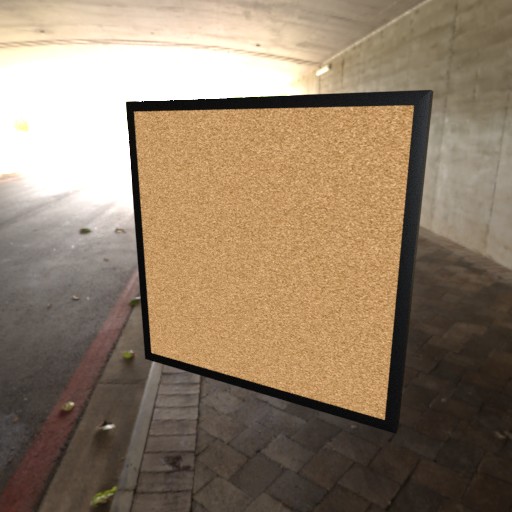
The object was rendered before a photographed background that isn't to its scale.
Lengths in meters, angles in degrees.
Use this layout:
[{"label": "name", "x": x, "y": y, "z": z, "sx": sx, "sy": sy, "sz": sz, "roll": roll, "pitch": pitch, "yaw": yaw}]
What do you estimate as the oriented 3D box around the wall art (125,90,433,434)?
[{"label": "wall art", "x": 0.000, "y": 0.000, "z": 1.115, "sx": 0.756, "sy": 0.755, "sz": 0.036, "roll": 8, "pitch": 18, "yaw": 26}]
